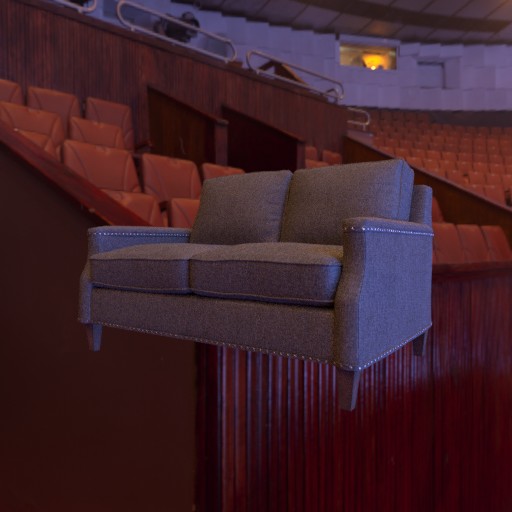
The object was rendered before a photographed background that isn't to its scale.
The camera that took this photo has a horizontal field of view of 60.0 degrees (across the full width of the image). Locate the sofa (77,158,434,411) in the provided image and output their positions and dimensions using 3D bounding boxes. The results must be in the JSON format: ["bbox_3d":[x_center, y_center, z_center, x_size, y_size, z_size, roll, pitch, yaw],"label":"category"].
[{"bbox_3d":[0.000,0.000,2.318,1.597,1.003,1.084,1,2,35],"label":"sofa"}]
